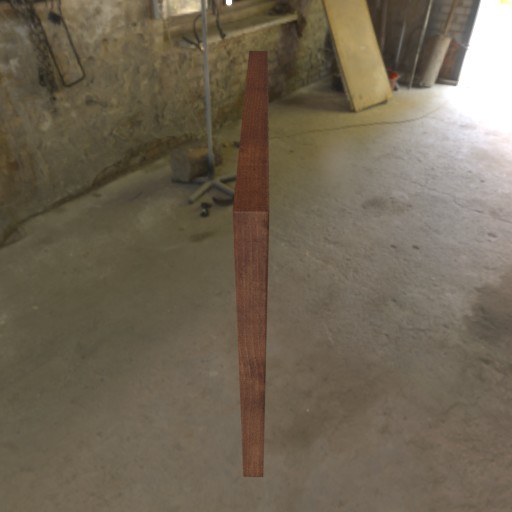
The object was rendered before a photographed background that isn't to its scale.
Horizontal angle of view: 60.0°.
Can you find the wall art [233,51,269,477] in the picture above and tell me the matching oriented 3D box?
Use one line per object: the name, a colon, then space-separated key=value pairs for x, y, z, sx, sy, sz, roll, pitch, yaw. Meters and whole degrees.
wall art: x=0.000 y=0.000 z=0.827 sx=0.037 sy=0.572 sz=0.554 roll=1 pitch=40 yaw=1
